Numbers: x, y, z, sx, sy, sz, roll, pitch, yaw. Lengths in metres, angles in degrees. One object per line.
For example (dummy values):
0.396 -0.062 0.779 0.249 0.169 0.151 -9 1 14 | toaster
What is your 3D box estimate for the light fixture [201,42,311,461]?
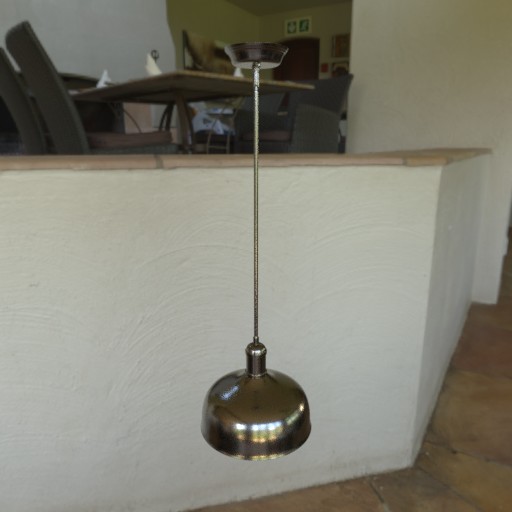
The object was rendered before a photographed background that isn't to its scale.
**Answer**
0.000 0.000 1.088 0.299 0.935 0.299 -3 15 -10 | light fixture
